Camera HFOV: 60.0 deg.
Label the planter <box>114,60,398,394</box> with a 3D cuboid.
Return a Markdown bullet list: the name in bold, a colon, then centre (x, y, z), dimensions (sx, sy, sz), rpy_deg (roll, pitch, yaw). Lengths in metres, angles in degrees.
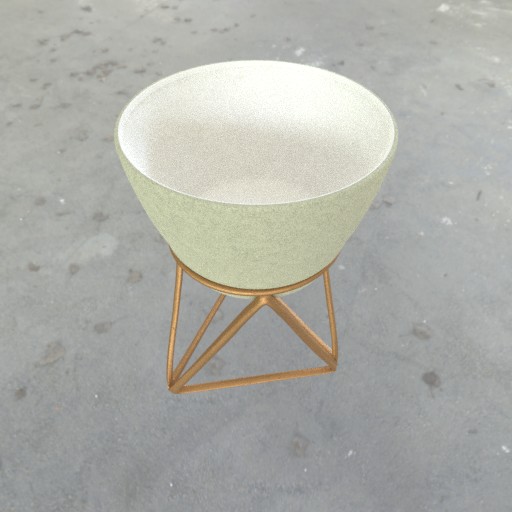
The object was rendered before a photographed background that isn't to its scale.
- **planter**: centre (0.000, 0.000, 0.739), dimensions (0.350, 0.504, 0.350), rpy_deg (17, 49, 15)
